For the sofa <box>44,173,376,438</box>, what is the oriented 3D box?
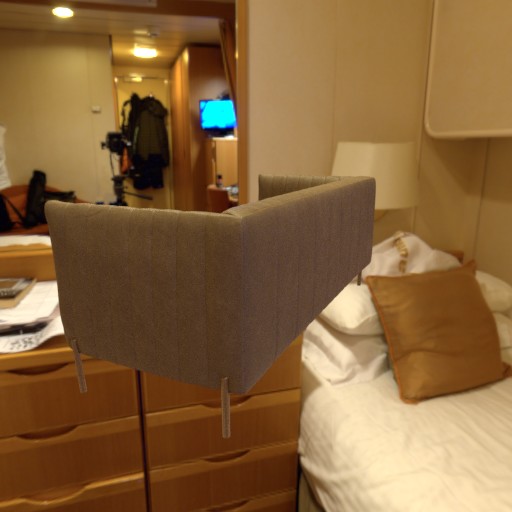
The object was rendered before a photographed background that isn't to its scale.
[{"bbox_3d":[0.000,0.000,2.406,0.876,0.779,1.980,7,16,25],"label":"sofa"}]
